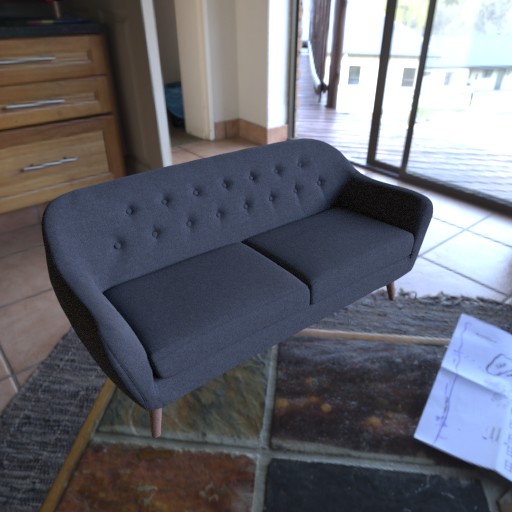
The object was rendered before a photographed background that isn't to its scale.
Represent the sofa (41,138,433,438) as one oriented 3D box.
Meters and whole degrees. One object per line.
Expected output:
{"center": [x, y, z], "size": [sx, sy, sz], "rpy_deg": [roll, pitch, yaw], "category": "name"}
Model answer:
{"center": [0.000, 0.000, 2.200], "size": [1.840, 0.820, 0.820], "rpy_deg": [-21, 36, -32], "category": "sofa"}
